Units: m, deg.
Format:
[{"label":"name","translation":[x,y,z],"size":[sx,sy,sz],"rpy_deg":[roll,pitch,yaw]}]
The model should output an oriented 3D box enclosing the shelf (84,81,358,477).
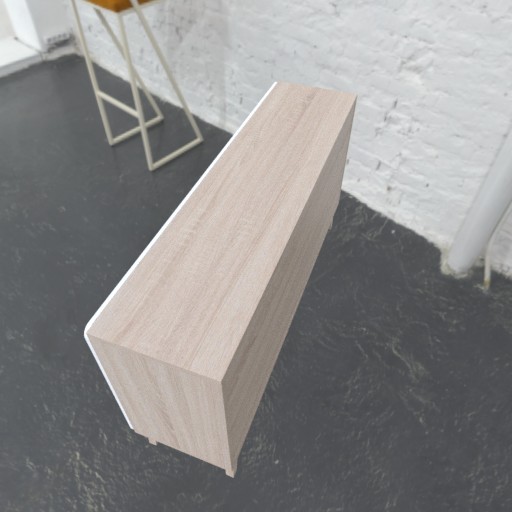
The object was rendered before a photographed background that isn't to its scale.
[{"label":"shelf","translation":[0.000,0.000,1.832],"size":[0.400,0.780,1.490],"rpy_deg":[16,49,14]}]
